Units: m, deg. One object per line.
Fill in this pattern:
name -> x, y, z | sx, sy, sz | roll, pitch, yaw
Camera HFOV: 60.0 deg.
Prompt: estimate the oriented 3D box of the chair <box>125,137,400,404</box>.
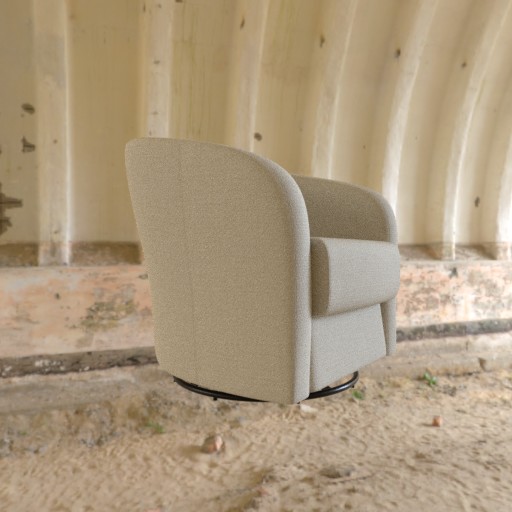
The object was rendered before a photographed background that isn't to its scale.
chair -> 0.000, 0.000, 1.463 | 0.815, 0.771, 0.791 | 0, 0, 36
